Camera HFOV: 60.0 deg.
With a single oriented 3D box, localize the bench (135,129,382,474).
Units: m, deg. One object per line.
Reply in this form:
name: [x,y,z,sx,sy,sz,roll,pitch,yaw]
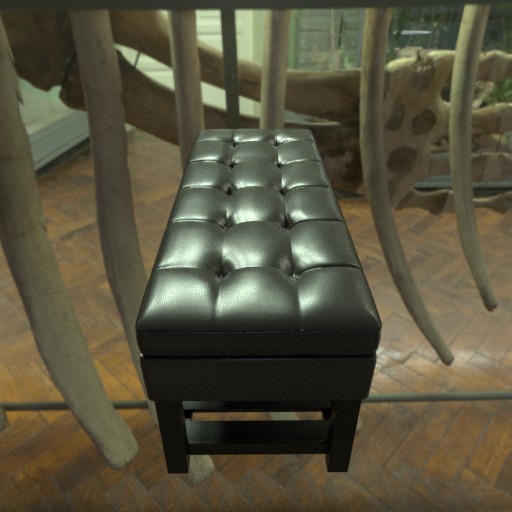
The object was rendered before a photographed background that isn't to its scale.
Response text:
bench: [0.000,0.000,1.316,0.432,0.460,1.105,0,33,0]
